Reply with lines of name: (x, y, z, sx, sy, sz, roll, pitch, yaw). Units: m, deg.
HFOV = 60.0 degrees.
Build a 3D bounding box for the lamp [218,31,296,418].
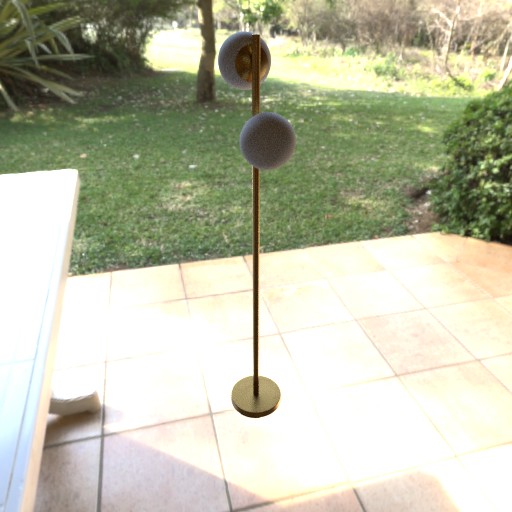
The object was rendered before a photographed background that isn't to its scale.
lamp: (0.000, 0.000, 1.823, 0.249, 1.641, 0.419, -10, 31, -18)
